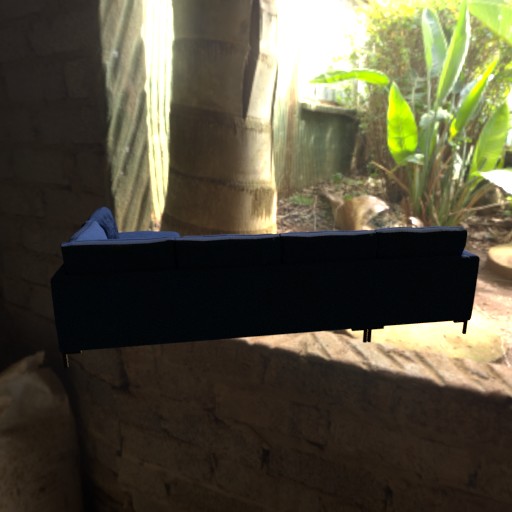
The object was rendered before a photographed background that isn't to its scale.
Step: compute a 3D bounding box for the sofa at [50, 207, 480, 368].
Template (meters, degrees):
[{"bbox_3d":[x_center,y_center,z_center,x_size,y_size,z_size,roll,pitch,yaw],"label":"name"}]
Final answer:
[{"bbox_3d":[0.000,0.000,3.295,2.486,0.687,1.707,-3,16,-10],"label":"sofa"}]
